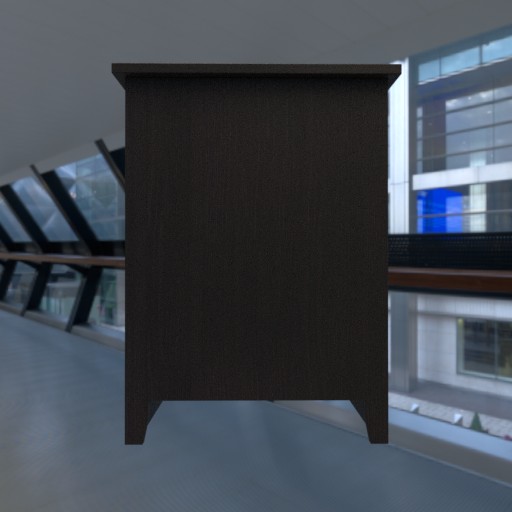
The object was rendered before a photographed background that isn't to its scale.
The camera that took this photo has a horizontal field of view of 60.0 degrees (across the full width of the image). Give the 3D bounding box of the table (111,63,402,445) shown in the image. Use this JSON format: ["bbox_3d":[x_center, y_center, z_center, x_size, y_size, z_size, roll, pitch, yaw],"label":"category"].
[{"bbox_3d":[0.000,0.000,0.921,0.480,0.635,0.381,0,0,-1],"label":"table"}]
